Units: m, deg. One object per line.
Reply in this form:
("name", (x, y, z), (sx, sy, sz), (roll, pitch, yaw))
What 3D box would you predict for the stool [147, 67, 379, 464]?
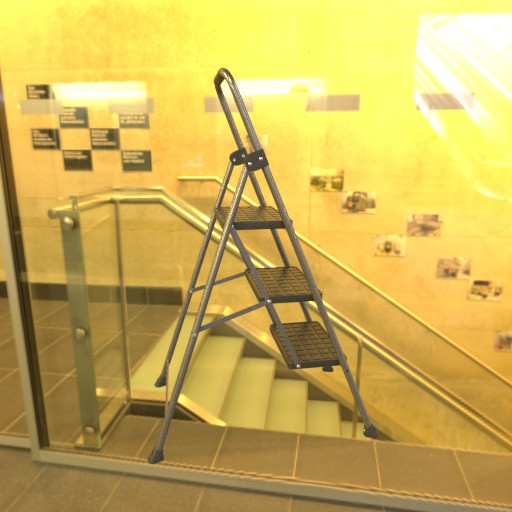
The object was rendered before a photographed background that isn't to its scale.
("stool", (0.000, 0.000, 1.454), (0.733, 1.121, 0.473), (-2, 14, -10))
